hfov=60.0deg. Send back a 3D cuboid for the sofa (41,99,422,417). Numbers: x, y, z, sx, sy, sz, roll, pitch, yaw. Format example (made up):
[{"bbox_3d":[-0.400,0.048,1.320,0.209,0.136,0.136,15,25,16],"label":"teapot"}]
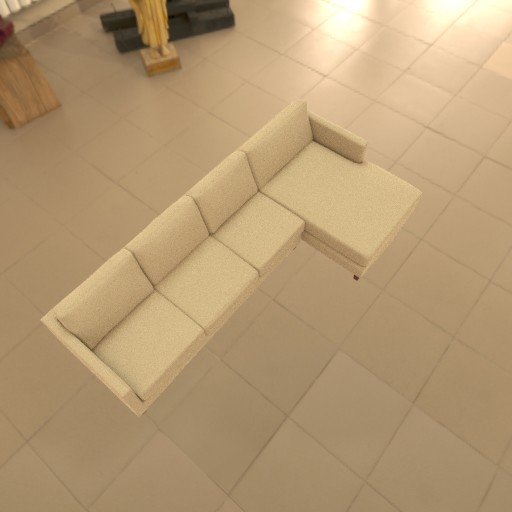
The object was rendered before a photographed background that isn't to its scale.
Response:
[{"bbox_3d":[0.000,0.000,3.910,1.625,0.861,3.186,35,65,19],"label":"sofa"}]
